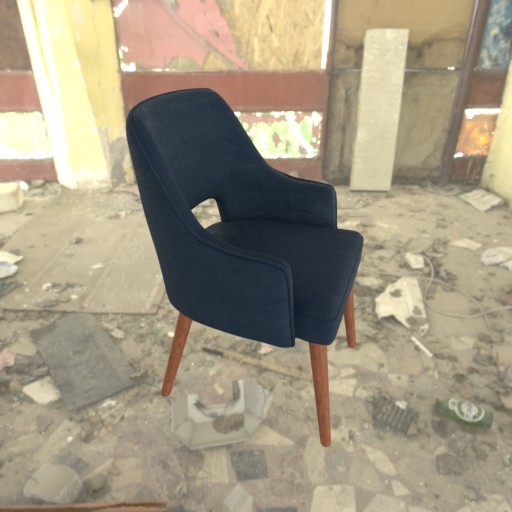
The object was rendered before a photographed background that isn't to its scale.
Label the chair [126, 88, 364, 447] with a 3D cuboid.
[{"bbox_3d":[0.000,0.000,1.265,0.591,0.844,0.559,10,31,17],"label":"chair"}]
